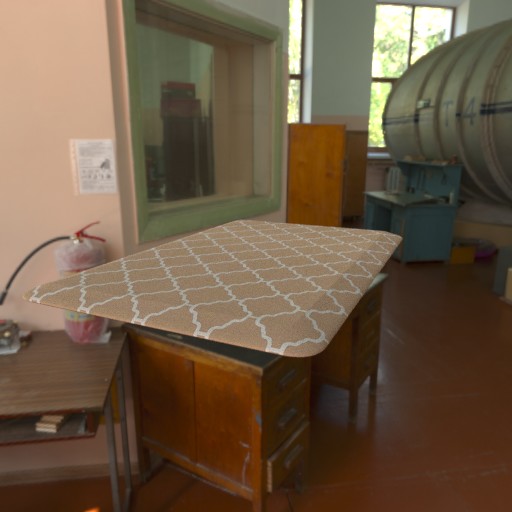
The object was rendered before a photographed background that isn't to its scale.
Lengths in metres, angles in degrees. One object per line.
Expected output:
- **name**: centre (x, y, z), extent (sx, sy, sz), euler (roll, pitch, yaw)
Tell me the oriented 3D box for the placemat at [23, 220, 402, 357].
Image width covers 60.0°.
- **placemat**: centre (0.000, 0.000, 0.939), extent (0.508, 0.021, 0.762), euler (7, 16, 24)
